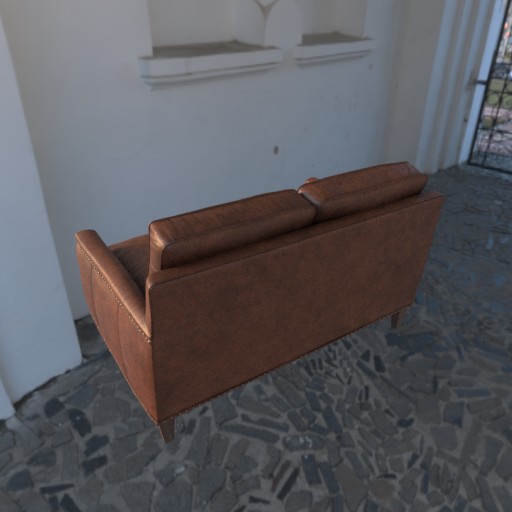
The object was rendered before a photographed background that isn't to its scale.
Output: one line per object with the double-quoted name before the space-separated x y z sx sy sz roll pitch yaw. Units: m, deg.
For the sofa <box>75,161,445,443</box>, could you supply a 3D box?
"sofa" 0.000 0.000 2.332 1.628 1.003 1.083 -17 33 -29
